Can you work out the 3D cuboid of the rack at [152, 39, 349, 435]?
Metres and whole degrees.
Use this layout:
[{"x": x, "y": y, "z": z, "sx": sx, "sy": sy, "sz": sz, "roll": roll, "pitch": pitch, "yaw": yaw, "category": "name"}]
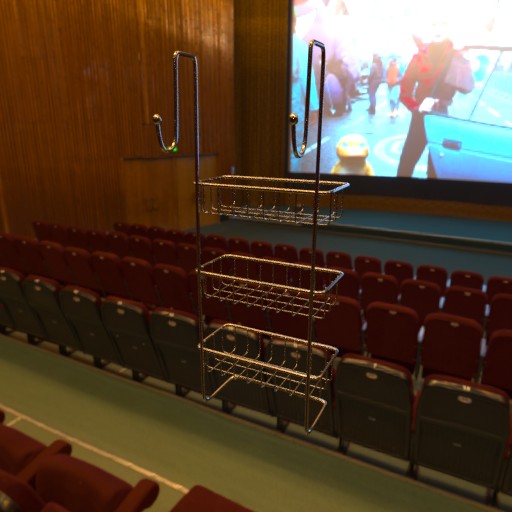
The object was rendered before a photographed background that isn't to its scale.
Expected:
[{"x": 0.000, "y": 0.000, "z": 0.674, "sx": 0.228, "sy": 0.574, "sz": 0.202, "roll": 8, "pitch": 19, "yaw": 26, "category": "rack"}]
